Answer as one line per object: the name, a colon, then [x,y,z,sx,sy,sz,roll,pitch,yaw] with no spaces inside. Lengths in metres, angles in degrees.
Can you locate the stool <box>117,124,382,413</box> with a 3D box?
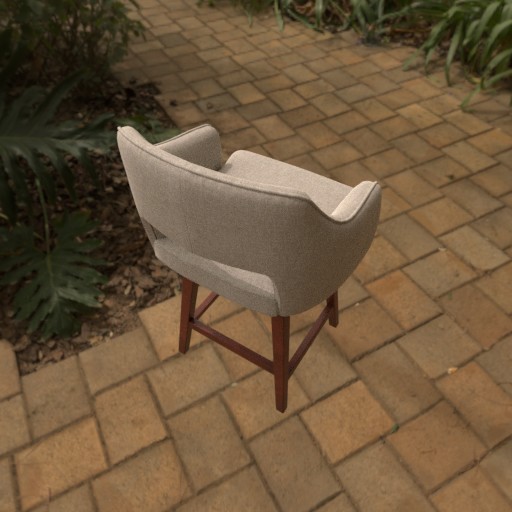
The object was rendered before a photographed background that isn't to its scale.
stool: [0.000,0.000,1.334,0.599,0.944,0.558,24,51,22]
